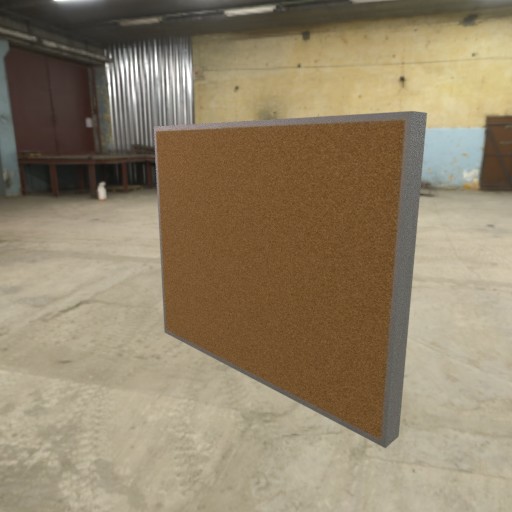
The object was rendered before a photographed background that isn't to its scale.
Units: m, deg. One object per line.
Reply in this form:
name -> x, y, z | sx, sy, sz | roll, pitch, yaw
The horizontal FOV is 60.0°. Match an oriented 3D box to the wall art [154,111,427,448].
wall art -> 0.000, 0.000, 0.773 | 0.037, 0.450, 0.557 | -13, 19, -43
